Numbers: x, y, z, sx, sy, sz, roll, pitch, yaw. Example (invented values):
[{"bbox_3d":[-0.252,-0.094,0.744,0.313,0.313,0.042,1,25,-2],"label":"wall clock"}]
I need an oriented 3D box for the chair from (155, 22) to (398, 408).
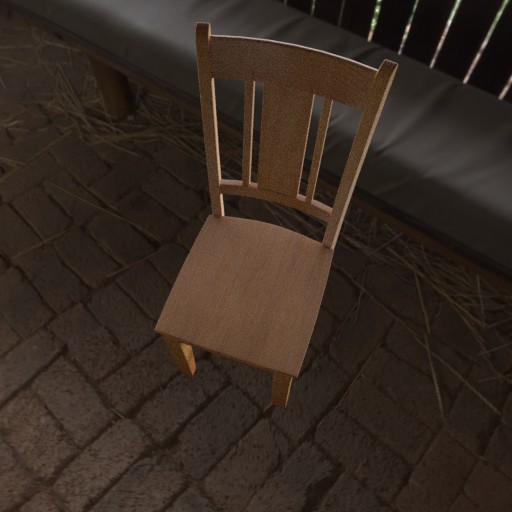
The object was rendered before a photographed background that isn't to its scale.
[{"bbox_3d":[0.000,0.000,1.259,0.450,0.998,0.556,16,61,9],"label":"chair"}]
